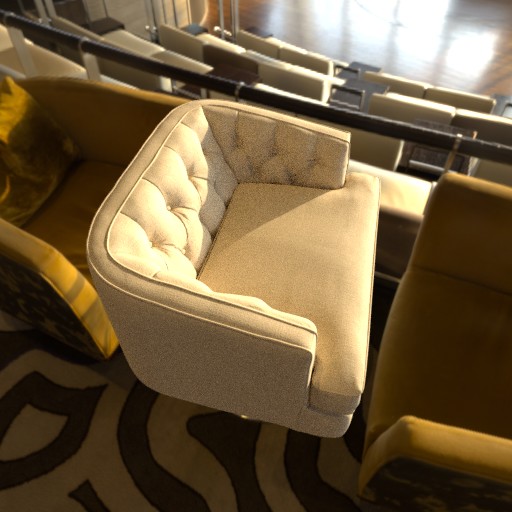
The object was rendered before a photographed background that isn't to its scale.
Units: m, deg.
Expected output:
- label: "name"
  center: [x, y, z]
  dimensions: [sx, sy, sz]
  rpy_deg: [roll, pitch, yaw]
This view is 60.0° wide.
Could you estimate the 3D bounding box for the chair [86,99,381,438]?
- label: "chair"
  center: [0.000, 0.000, 1.770]
  dimensions: [0.914, 0.787, 1.118]
  rpy_deg: [10, 49, 9]
